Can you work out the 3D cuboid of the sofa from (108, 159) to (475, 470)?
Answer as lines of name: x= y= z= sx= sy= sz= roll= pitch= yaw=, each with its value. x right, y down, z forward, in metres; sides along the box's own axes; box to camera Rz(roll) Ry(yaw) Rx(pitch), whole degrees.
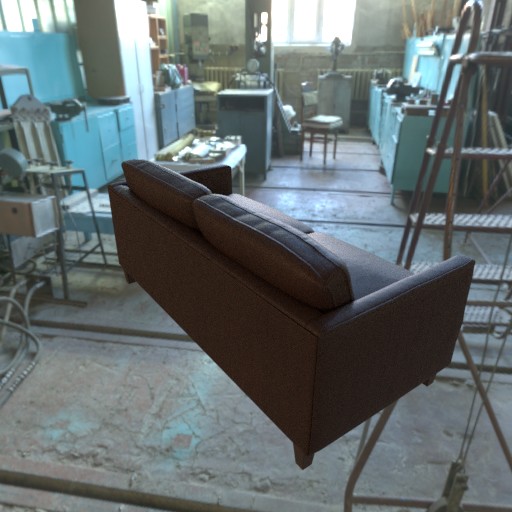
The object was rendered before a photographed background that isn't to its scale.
sofa: x=0.000 y=0.000 z=2.418 sx=0.923 sy=0.863 sz=1.971 roll=-17 pitch=31 yaw=-32
